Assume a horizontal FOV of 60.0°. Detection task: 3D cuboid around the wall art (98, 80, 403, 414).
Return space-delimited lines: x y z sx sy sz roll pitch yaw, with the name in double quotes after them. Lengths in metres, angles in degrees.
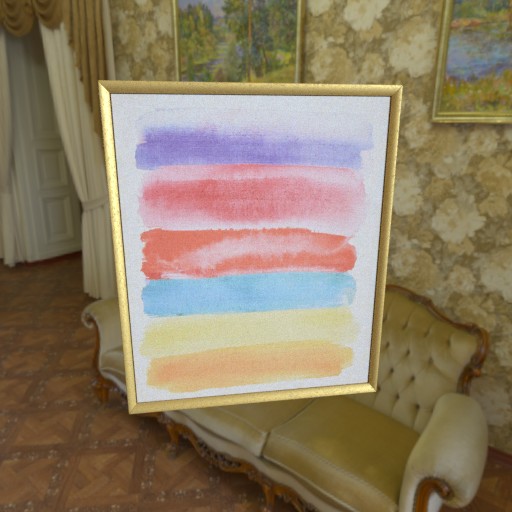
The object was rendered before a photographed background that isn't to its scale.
0.000 0.000 0.884 0.537 0.642 0.048 -2 16 -8 "wall art"
